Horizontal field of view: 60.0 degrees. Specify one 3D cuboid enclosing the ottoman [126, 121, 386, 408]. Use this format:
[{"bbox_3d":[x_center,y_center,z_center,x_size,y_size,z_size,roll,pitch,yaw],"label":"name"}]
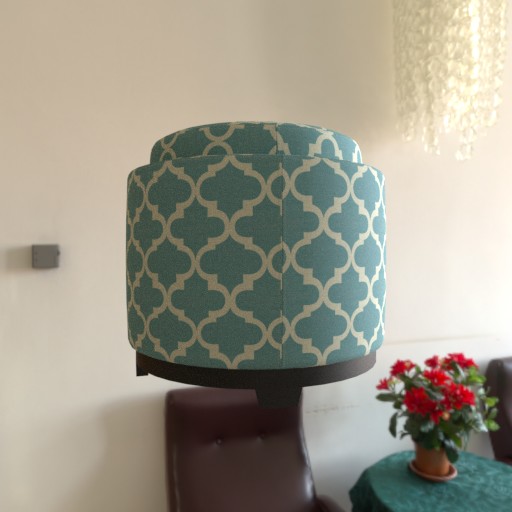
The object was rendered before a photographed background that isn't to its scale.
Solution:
[{"bbox_3d":[0.000,0.000,0.851,0.480,0.429,0.480,0,1,0],"label":"ottoman"}]
